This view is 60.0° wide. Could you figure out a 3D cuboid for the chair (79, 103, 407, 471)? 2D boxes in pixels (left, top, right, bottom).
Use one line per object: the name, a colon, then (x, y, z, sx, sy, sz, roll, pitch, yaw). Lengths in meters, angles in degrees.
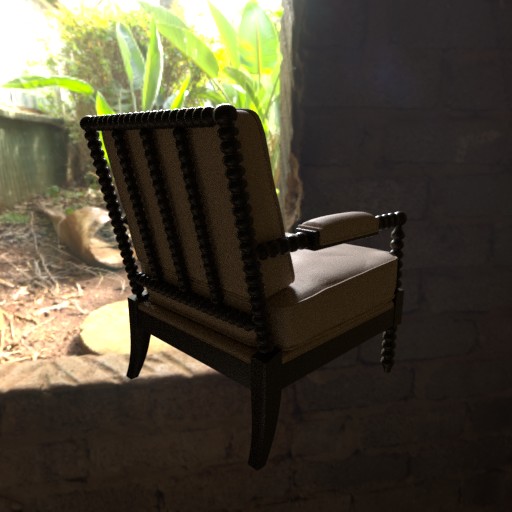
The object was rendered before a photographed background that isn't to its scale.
chair: (0.000, 0.000, 1.158, 0.657, 0.703, 0.555, -14, 20, -43)
